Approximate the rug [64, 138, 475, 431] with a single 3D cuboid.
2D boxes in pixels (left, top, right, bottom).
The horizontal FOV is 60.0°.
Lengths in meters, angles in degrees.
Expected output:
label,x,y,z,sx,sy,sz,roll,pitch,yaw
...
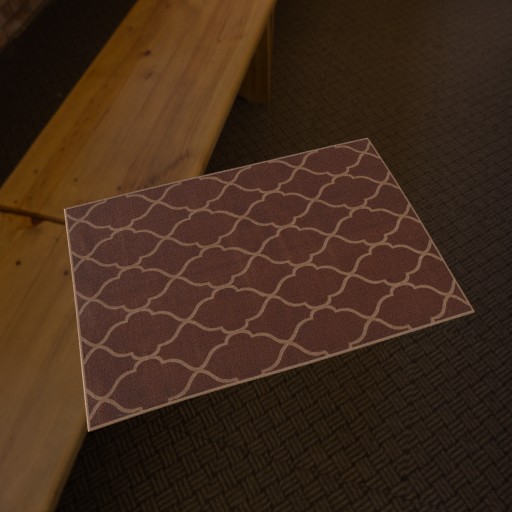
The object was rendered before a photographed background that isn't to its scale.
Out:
label,x,y,z,sx,sy,sz,roll,pitch,yaw
rug,0.000,0.000,2.846,2.290,0.014,1.526,-15,60,-9
